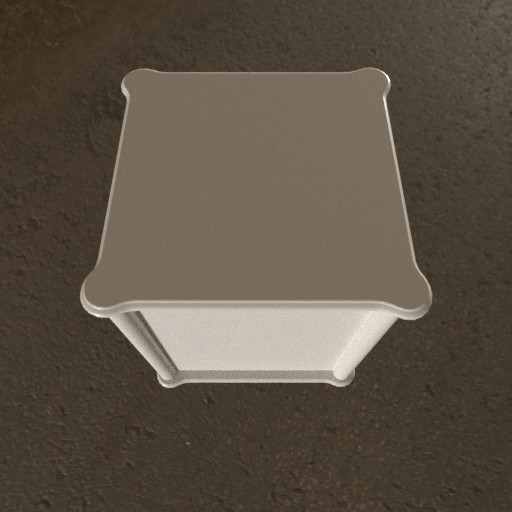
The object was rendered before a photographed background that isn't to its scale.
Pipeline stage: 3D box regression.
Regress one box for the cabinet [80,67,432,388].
[{"bbox_3d":[0.000,0.000,1.240,0.627,0.761,0.628,0,63,0],"label":"cabinet"}]
